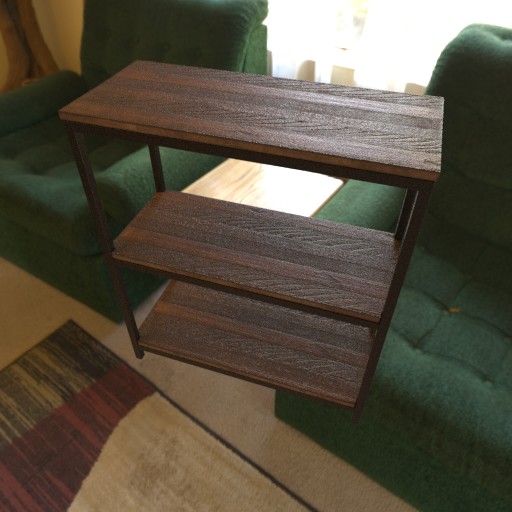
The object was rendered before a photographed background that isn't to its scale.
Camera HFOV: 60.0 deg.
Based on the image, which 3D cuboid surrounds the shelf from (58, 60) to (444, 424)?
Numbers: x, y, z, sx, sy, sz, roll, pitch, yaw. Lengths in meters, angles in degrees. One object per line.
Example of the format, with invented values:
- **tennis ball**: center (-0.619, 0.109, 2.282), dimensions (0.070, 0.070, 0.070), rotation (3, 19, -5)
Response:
- **shelf**: center (0.000, 0.000, 1.342), dimensions (0.822, 0.947, 0.352), rotation (13, 44, 14)
